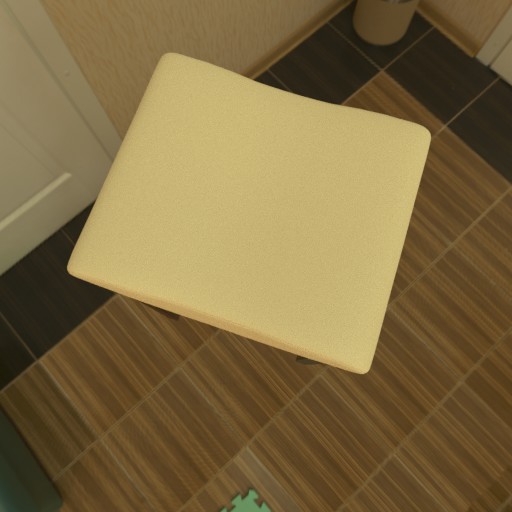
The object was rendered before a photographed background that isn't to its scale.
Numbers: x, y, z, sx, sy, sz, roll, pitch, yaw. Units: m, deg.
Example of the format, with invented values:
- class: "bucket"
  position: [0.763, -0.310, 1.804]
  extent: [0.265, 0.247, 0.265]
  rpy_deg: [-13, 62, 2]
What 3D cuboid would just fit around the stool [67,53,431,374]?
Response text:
- class: "stool"
  position: [0.000, 0.000, 1.030]
  extent: [0.471, 0.762, 0.401]
  rpy_deg: [18, 77, 4]
